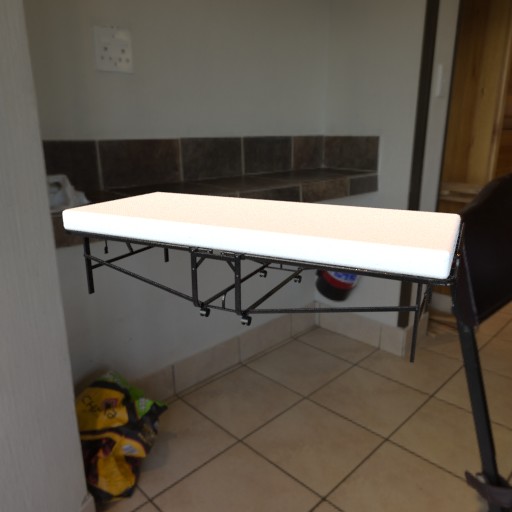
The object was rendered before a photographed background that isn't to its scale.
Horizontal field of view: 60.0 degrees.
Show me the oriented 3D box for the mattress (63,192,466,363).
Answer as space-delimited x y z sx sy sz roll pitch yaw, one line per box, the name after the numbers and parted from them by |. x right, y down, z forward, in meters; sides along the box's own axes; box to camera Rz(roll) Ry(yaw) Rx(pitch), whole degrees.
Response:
0.000 0.000 2.574 2.153 0.519 0.922 8 18 25 | mattress
